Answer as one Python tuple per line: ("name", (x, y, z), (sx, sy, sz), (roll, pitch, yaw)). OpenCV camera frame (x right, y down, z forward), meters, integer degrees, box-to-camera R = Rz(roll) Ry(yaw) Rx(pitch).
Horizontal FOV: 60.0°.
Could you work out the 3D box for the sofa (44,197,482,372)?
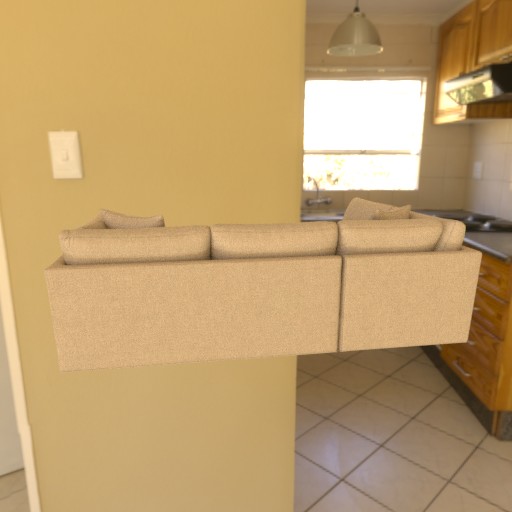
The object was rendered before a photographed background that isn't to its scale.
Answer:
("sofa", (0.000, 0.000, 3.864), (2.896, 0.978, 1.994), (-2, 13, -9))
